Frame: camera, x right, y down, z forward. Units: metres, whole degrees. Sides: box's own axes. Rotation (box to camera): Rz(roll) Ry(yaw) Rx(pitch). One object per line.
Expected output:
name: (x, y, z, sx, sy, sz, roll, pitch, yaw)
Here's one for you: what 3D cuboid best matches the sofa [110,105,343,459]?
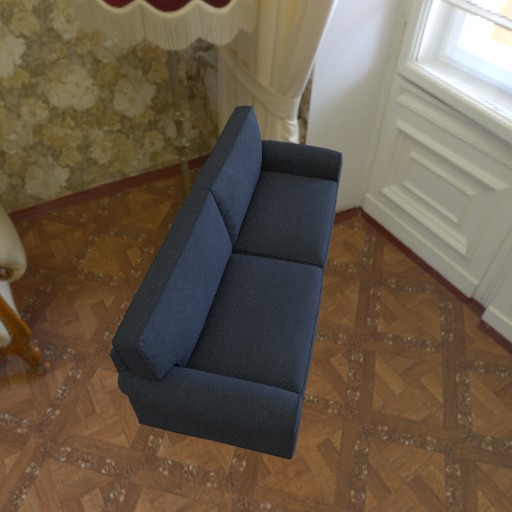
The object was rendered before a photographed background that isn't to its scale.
sofa: (0.000, 0.000, 2.993, 0.954, 1.026, 2.391, 9, 47, 9)
